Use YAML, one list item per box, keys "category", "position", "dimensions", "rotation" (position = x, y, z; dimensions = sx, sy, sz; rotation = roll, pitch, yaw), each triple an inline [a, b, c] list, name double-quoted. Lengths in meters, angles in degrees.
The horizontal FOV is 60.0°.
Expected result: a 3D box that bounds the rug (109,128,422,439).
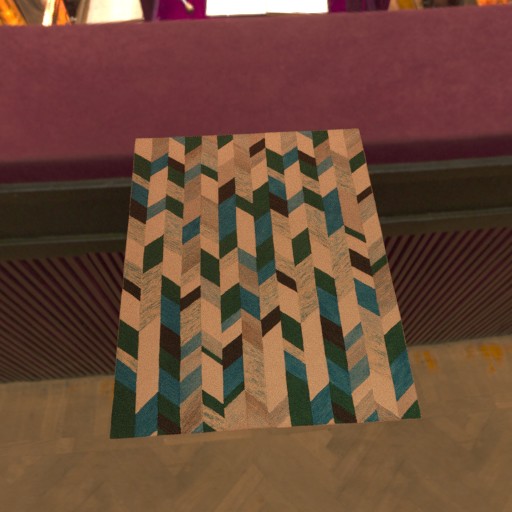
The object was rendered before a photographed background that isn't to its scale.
- category: "rug"
  position: [0.000, 0.000, 4.125]
  dimensions: [2.440, 0.008, 3.036]
  rotation: [-3, 62, -2]
